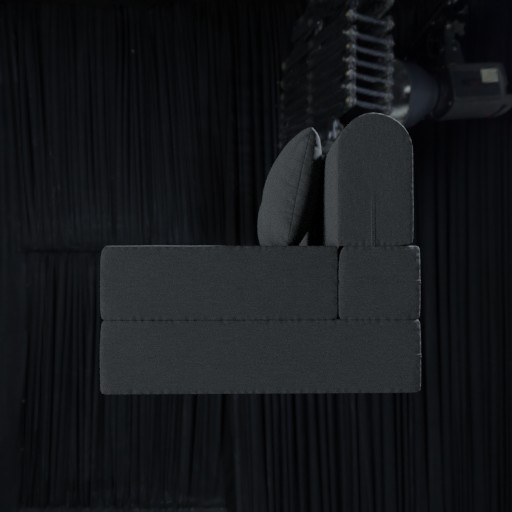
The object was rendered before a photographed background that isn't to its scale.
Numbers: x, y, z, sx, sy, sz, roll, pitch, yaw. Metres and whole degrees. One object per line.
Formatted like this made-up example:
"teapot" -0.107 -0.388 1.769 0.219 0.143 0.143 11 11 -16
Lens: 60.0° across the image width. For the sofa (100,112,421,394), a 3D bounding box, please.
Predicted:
"sofa" 0.000 0.000 1.658 0.762 0.670 1.225 0 -1 -1
